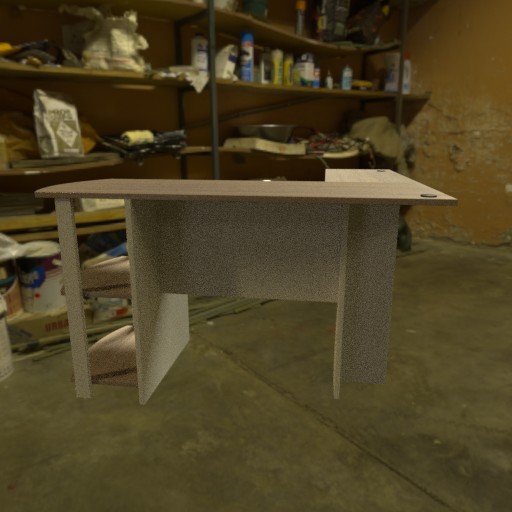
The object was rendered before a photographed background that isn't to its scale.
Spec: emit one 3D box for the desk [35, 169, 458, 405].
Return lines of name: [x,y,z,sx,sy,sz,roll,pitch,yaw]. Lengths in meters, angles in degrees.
desk: [0.000,0.000,2.020,1.303,0.716,1.361,2,15,9]
